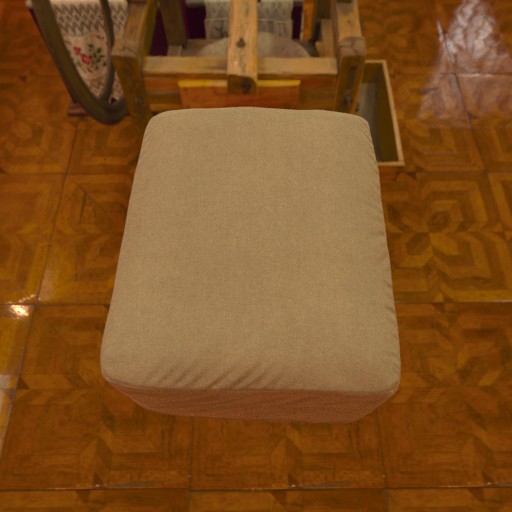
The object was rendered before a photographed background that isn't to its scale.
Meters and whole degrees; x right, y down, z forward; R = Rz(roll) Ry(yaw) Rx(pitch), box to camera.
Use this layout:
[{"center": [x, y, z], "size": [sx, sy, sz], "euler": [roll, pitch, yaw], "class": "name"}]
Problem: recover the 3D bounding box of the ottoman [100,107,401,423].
[{"center": [0.000, 0.000, 1.261], "size": [0.683, 0.481, 0.837], "euler": [1, 63, 1], "class": "ottoman"}]
